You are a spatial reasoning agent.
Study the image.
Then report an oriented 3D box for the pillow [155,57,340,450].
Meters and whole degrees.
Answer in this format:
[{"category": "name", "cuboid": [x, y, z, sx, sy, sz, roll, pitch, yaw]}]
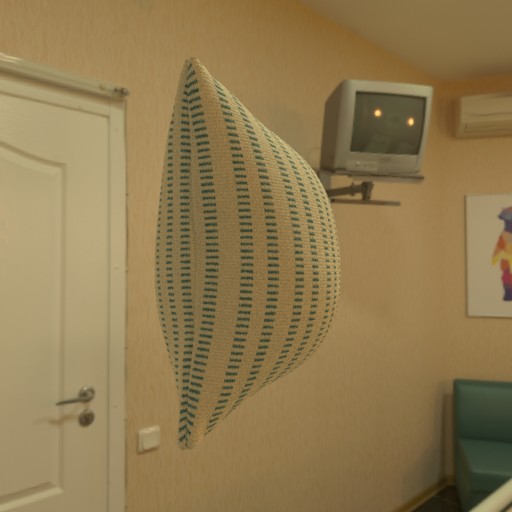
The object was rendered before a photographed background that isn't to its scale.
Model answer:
[{"category": "pillow", "cuboid": [0.000, 0.000, 0.669, 0.247, 0.419, 0.438, 0, -1, 20]}]
